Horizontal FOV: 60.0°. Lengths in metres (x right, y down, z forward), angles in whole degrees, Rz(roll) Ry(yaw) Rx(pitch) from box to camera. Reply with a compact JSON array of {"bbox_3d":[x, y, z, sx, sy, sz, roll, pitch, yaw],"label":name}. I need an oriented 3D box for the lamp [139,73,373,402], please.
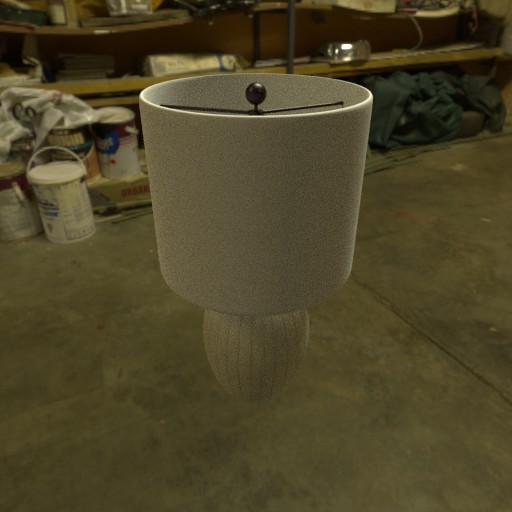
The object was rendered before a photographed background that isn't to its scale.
[{"bbox_3d":[0.000,0.000,0.773,0.329,0.570,0.329,9,32,15],"label":"lamp"}]
